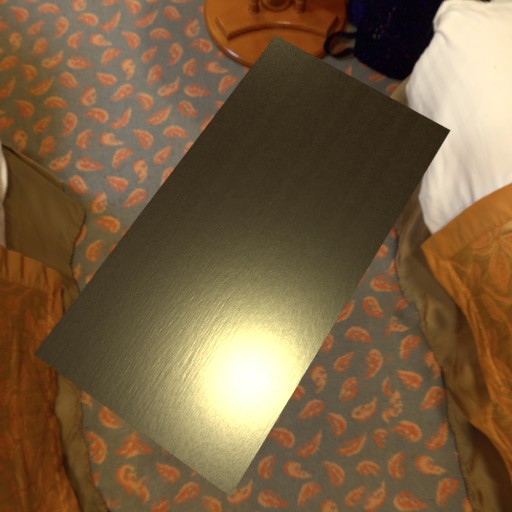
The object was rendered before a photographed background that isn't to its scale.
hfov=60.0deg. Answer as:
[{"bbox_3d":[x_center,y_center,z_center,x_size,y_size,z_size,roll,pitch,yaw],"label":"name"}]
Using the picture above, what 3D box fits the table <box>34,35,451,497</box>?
[{"bbox_3d":[0.000,0.000,1.359,0.574,0.435,1.095,32,78,8],"label":"table"}]
